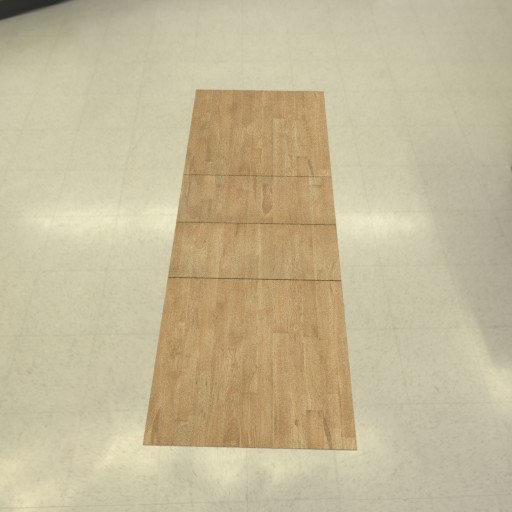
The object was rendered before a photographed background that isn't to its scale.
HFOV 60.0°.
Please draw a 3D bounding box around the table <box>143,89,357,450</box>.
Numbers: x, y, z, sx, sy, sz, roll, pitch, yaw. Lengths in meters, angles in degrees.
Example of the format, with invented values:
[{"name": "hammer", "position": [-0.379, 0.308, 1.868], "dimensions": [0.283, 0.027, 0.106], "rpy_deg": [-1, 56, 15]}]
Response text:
[{"name": "table", "position": [0.000, 0.000, 3.084], "dimensions": [1.000, 0.752, 2.603], "rpy_deg": [1, 57, 1]}]
